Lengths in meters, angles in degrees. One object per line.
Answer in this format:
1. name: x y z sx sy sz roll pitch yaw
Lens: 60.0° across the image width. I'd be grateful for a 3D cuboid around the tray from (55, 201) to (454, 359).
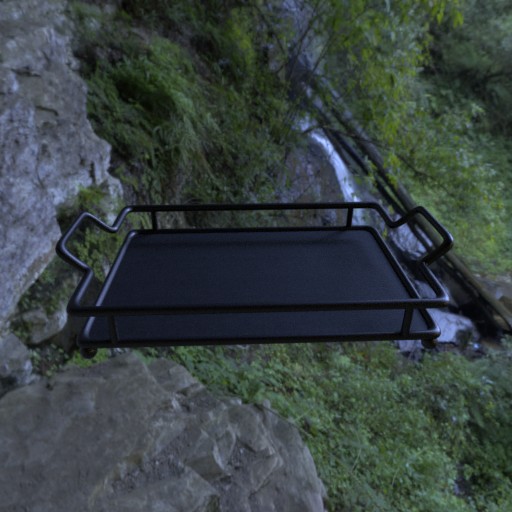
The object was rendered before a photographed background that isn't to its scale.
1. tray: 0.000 0.000 0.613 0.495 0.101 0.297 -1 29 -2
